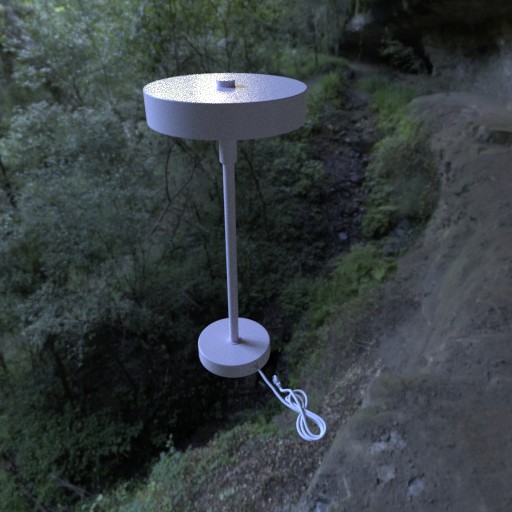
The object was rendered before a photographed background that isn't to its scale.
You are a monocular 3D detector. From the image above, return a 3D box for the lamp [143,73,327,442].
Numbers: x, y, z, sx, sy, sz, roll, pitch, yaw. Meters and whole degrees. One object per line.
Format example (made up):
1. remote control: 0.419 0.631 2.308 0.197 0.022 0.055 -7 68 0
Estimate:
1. lamp: 0.000 0.000 0.701 0.229 0.508 0.369 -21 37 -31
